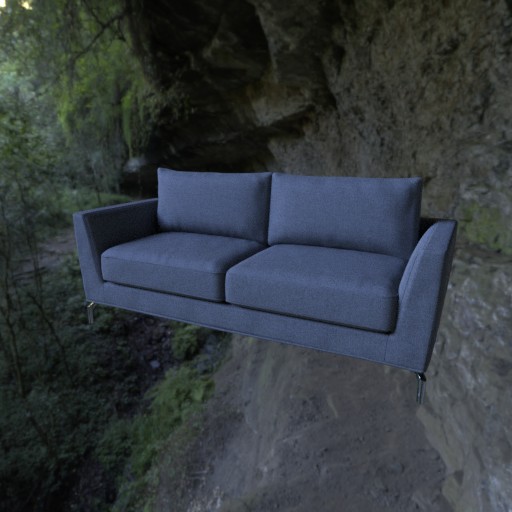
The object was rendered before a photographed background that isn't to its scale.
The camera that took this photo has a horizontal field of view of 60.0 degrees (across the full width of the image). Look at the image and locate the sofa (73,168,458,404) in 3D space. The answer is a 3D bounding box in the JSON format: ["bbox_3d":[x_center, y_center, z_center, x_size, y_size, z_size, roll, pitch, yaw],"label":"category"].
[{"bbox_3d":[0.000,0.000,2.745,2.212,1.002,0.869,7,16,26],"label":"sofa"}]
